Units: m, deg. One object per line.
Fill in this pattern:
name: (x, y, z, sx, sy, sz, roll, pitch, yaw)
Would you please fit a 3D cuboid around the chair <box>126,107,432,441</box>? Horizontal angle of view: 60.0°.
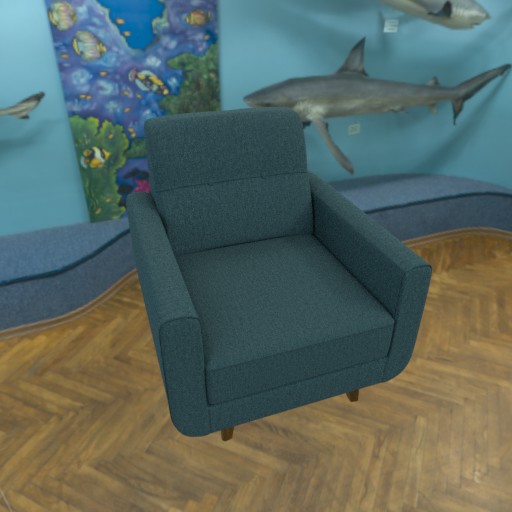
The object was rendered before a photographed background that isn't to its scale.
chair: (0.000, 0.000, 1.727, 0.880, 0.940, 0.964, -10, 33, -17)
